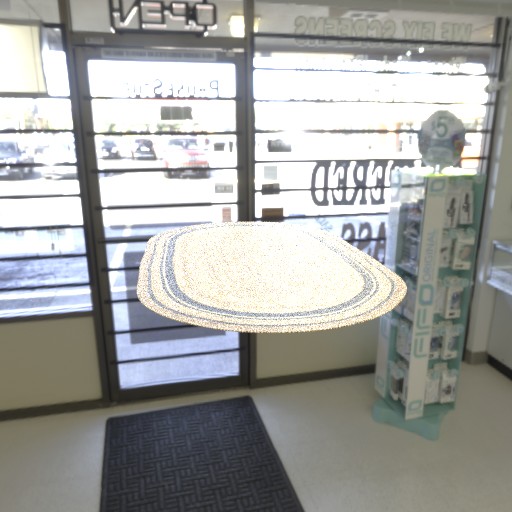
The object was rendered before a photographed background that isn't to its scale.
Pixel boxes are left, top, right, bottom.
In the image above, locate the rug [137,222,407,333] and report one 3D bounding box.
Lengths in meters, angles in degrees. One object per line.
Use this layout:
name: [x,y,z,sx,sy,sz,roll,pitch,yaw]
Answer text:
rug: [0.000,0.000,3.017,1.520,0.006,2.432,-3,16,-10]
